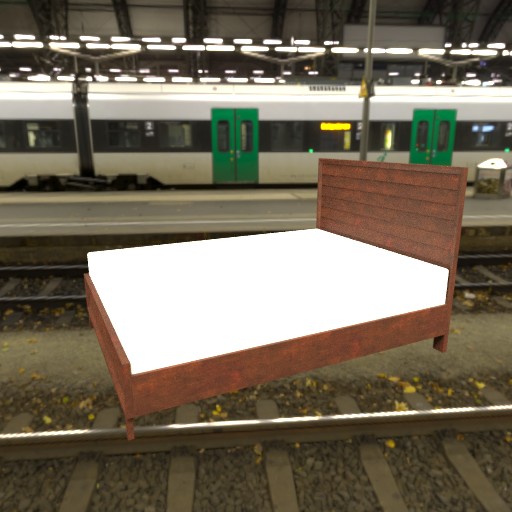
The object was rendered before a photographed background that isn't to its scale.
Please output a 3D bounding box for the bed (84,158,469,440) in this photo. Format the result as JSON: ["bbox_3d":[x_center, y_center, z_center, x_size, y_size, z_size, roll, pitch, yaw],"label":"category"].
[{"bbox_3d":[0.000,0.000,3.165,2.184,1.270,1.600,-7,16,-26],"label":"bed"}]
